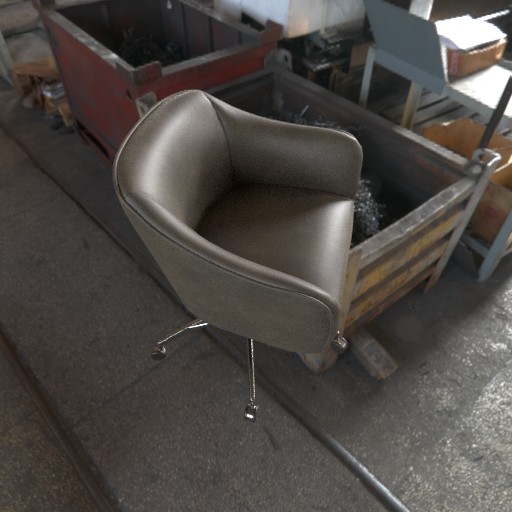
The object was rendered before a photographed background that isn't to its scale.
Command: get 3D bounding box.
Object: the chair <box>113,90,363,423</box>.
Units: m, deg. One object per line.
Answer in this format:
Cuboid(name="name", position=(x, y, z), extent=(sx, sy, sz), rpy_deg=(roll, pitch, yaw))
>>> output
Cuboid(name="chair", position=(0.000, 0.000, 1.385), extent=(0.689, 0.827, 0.713), rpy_deg=(10, 48, 9))
